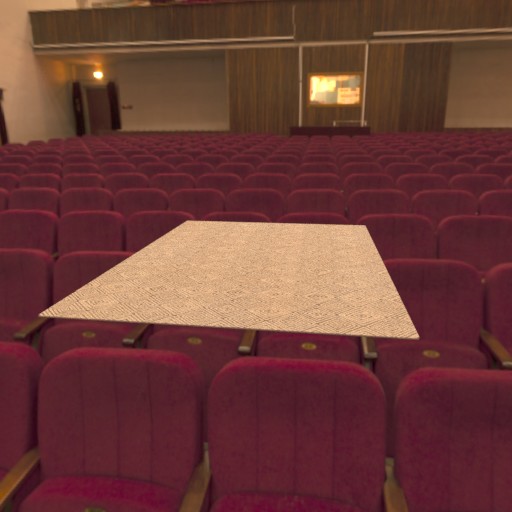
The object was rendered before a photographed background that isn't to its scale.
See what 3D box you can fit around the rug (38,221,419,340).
[{"bbox_3d":[0.000,0.000,2.881,1.593,0.008,2.238,2,15,8],"label":"rug"}]
